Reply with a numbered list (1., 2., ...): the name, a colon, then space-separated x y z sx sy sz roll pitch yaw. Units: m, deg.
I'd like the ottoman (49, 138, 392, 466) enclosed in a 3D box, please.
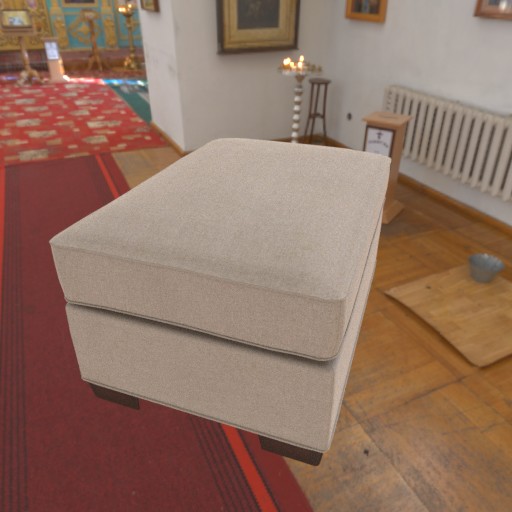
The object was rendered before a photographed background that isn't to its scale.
1. ottoman: 0.000 0.000 1.241 0.617 0.503 0.846 10 31 17
